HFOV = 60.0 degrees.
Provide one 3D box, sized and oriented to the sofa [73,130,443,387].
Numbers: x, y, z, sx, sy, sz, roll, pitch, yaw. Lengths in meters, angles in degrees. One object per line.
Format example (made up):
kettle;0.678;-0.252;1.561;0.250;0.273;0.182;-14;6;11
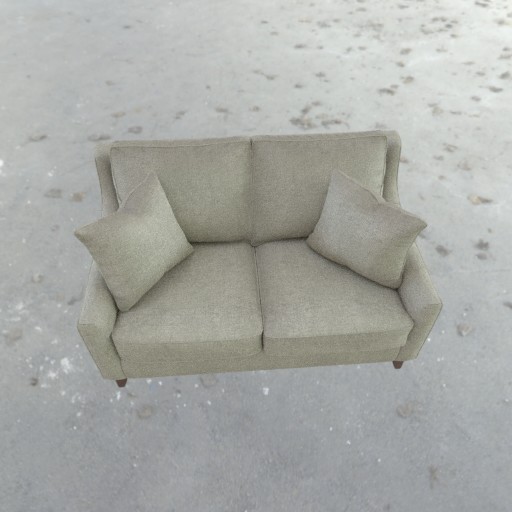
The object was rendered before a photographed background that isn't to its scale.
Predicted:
sofa;0.000;0.000;2.011;1.422;0.863;0.915;-3;47;-3
